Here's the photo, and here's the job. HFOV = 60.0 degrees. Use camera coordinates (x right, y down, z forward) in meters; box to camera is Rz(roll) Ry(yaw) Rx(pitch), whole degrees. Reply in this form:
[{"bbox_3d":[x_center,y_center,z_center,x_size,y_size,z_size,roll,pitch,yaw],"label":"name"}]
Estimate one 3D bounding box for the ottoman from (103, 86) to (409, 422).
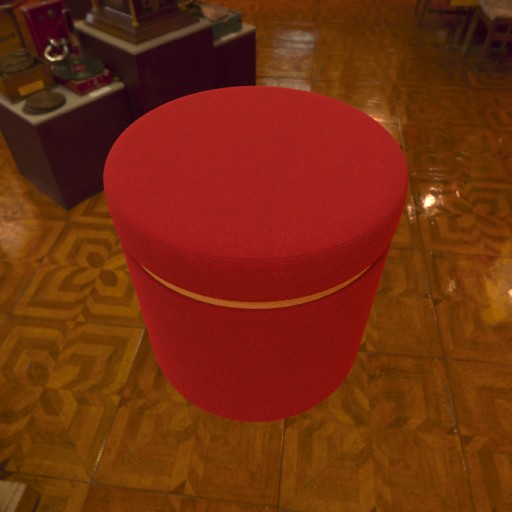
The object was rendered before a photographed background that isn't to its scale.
[{"bbox_3d":[0.000,0.000,0.727,0.400,0.406,0.400,0,46,0],"label":"ottoman"}]
